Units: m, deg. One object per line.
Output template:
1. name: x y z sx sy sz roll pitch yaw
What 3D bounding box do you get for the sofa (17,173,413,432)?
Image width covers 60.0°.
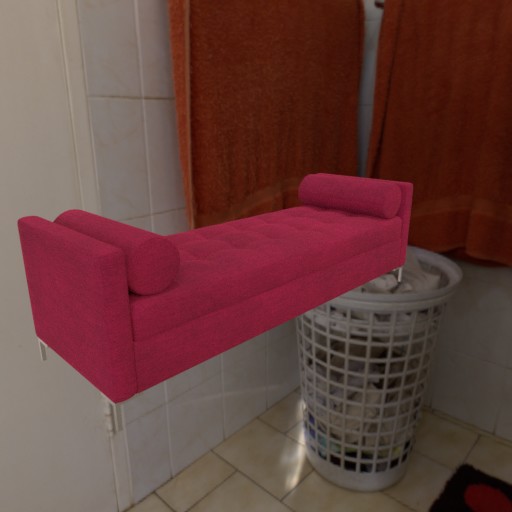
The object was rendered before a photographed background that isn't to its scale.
1. sofa: 0.000 0.000 2.261 0.686 0.635 1.981 17 24 42
